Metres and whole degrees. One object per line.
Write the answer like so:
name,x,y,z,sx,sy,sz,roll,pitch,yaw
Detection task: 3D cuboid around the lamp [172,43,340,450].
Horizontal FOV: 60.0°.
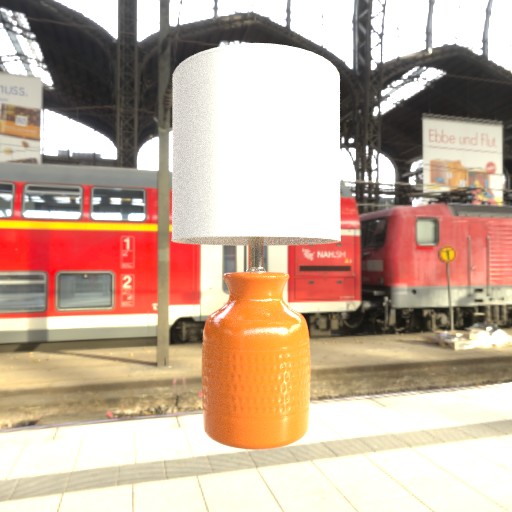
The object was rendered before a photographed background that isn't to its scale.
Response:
lamp,0.000,0.000,1.116,0.418,0.871,0.418,0,-1,-18
